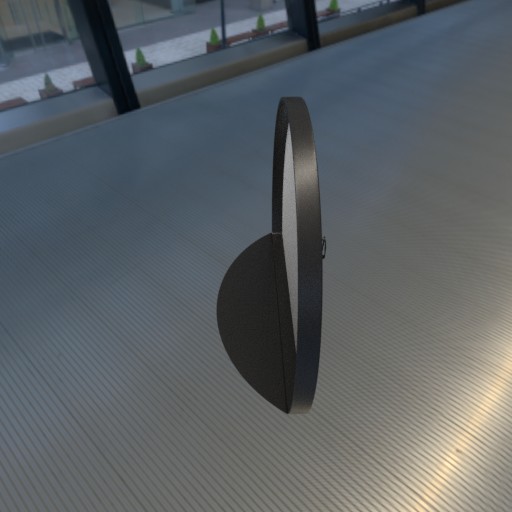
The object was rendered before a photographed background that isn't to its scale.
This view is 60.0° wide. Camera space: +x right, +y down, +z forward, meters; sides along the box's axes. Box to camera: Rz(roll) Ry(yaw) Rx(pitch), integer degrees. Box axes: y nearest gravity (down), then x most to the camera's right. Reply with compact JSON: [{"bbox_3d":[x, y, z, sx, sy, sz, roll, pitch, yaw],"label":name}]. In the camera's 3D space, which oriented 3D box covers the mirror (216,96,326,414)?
[{"bbox_3d":[0.000,0.000,0.677,0.133,0.457,0.457,-1,41,-1],"label":"mirror"}]
